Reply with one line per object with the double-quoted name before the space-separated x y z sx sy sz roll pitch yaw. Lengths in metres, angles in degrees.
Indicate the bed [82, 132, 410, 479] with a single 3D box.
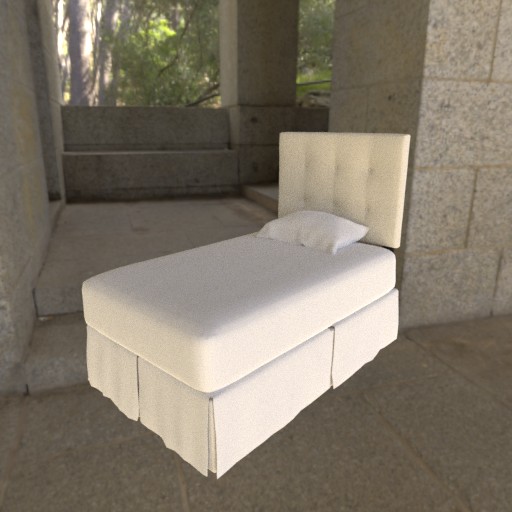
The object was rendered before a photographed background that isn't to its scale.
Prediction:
"bed" 0.000 0.000 2.976 1.261 1.571 1.997 15 22 40
